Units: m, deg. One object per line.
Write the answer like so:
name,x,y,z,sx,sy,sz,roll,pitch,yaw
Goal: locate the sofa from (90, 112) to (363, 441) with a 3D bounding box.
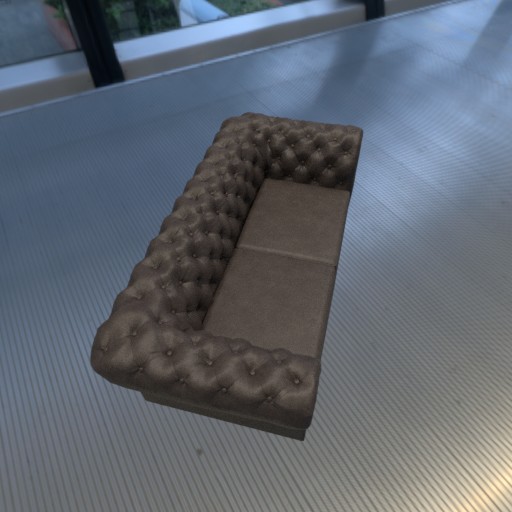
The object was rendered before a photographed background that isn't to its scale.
sofa,0.000,0.000,2.537,0.944,0.779,2.048,11,47,10
